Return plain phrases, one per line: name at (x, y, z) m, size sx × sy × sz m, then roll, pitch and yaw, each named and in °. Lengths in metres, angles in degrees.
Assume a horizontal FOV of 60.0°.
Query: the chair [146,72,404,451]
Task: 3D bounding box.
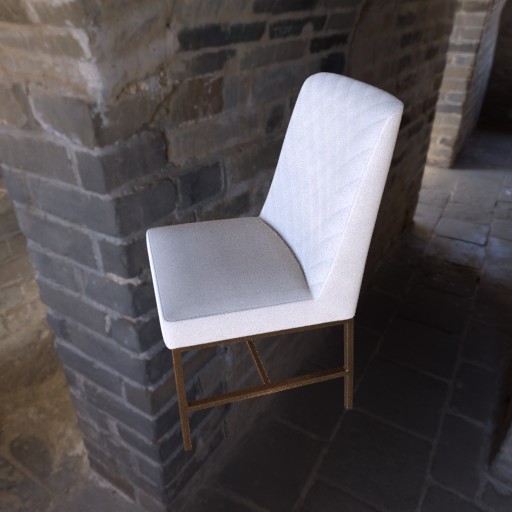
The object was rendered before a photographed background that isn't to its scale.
chair at (0.000, 0.000, 1.290) m, size 0.597 × 0.933 × 0.503 m, roll -9°, pitch 32°, yaw -14°
